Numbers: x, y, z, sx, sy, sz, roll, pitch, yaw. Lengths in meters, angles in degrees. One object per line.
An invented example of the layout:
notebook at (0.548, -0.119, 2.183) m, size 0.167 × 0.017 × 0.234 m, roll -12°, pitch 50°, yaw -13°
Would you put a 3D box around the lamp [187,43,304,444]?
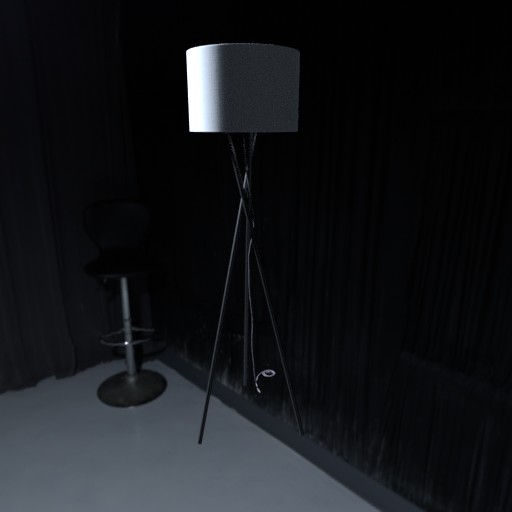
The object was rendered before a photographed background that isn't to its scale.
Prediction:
lamp at (0.000, 0.000, 1.936) m, size 0.667 × 1.624 × 0.522 m, roll -14°, pitch 22°, yaw -40°
